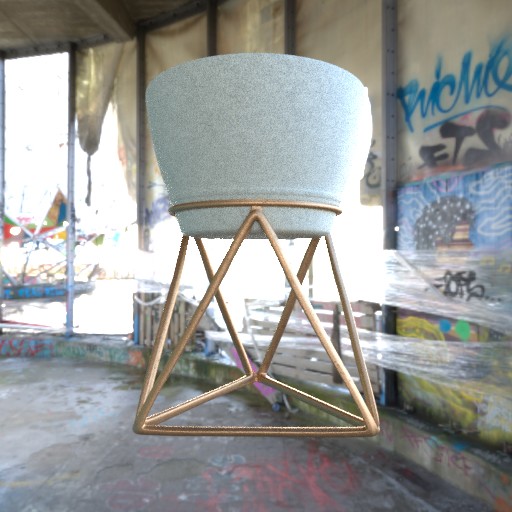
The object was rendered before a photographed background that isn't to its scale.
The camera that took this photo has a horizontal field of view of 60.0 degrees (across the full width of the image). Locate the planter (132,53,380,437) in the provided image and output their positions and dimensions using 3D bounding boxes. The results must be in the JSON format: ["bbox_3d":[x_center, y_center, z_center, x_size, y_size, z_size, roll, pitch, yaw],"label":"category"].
[{"bbox_3d":[0.000,0.000,0.723,0.350,0.504,0.350,0,0,1],"label":"planter"}]
